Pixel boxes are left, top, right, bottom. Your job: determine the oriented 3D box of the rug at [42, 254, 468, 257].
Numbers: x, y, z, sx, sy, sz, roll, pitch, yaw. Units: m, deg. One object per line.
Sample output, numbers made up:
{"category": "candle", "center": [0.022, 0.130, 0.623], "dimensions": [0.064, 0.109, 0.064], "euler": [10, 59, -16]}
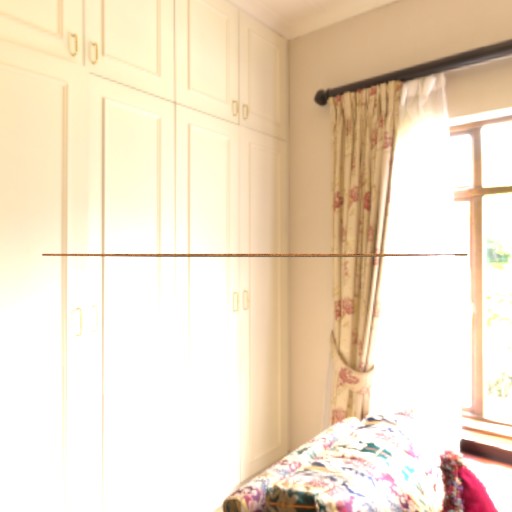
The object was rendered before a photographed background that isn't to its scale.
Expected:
{"category": "rug", "center": [0.000, 0.000, 4.131], "dimensions": [2.438, 0.012, 3.200], "euler": [0, 0, 0]}
